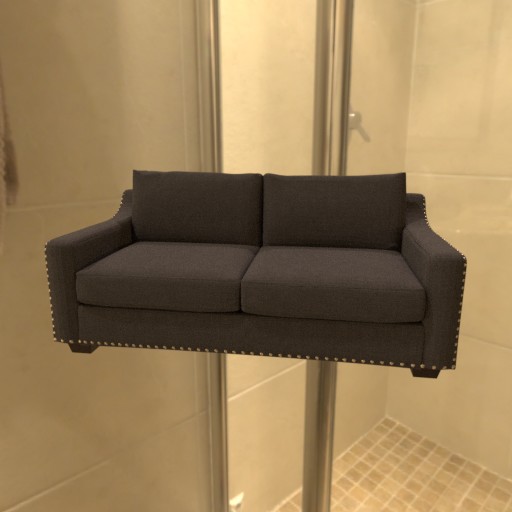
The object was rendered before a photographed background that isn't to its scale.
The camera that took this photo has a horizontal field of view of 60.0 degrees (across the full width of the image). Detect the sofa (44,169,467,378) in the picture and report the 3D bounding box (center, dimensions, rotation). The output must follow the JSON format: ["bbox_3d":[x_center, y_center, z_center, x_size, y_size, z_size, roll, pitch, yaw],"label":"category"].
[{"bbox_3d":[0.000,0.000,3.248,2.550,1.196,1.336,2,14,9],"label":"sofa"}]
